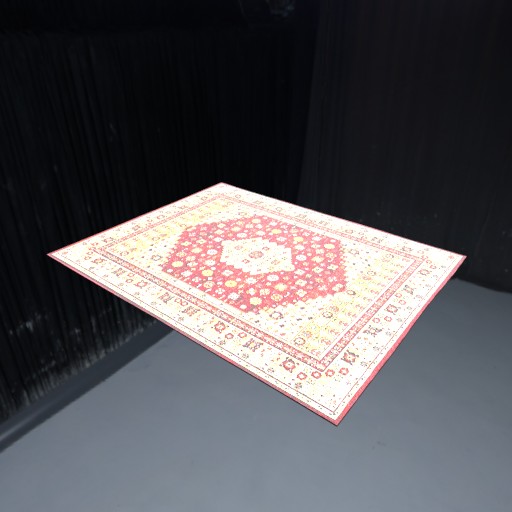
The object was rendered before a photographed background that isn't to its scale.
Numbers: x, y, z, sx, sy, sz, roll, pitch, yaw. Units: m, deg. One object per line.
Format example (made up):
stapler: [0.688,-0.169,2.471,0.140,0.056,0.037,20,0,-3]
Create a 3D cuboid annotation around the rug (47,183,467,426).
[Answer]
rug: [0.000,0.000,4.078,3.053,0.013,2.387,22,36,33]
